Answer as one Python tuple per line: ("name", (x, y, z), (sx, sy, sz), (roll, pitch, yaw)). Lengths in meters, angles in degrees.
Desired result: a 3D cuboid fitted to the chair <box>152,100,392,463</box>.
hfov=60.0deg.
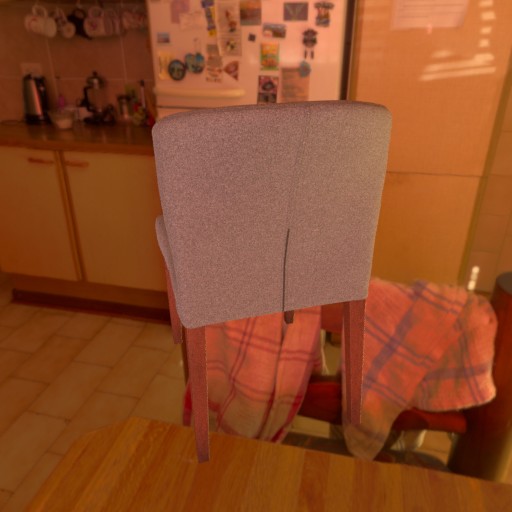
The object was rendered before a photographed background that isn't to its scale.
("chair", (0.000, 0.000, 1.168), (0.491, 0.839, 0.592), (-8, 27, -15))
